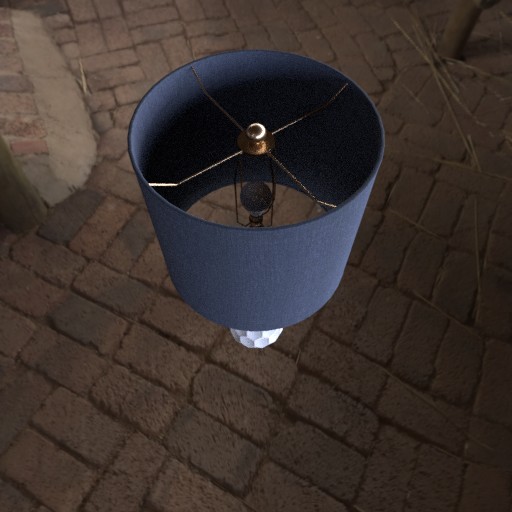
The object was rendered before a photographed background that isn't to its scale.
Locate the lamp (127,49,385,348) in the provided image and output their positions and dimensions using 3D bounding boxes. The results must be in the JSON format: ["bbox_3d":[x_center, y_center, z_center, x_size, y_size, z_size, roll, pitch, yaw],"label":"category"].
[{"bbox_3d":[0.000,0.000,0.709,0.277,0.537,0.277,2,58,1],"label":"lamp"}]
